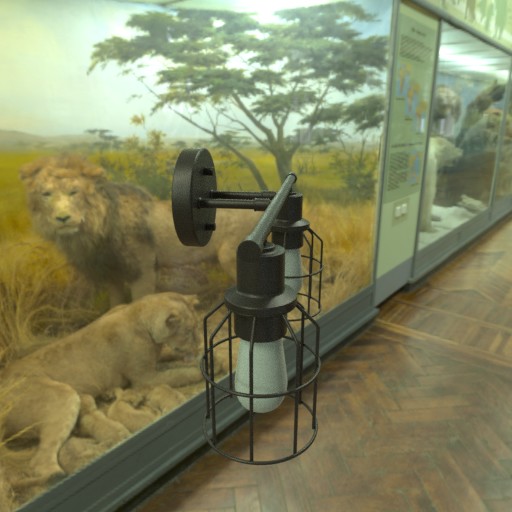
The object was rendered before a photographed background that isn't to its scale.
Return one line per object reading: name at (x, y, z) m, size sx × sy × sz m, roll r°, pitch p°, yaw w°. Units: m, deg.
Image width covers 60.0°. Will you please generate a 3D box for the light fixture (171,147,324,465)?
light fixture at (0.000, 0.000, 0.536) m, size 0.165 × 0.254 × 0.406 m, roll 3°, pitch 18°, yaw 8°
